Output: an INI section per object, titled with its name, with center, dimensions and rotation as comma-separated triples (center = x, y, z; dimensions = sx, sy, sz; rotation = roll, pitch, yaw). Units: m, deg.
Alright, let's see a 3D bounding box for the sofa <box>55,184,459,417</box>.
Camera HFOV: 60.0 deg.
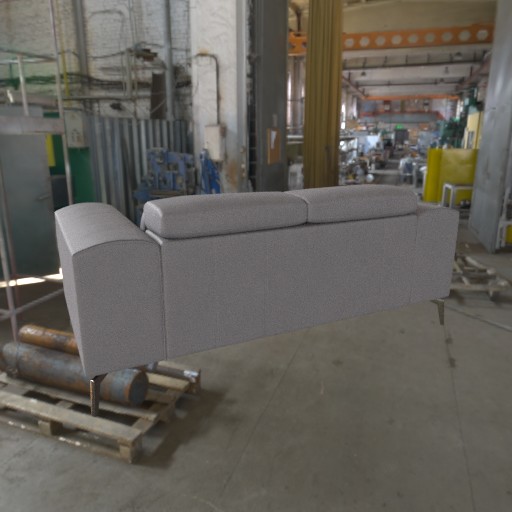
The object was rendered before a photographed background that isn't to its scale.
[sofa]
center = 0.000, 0.000, 2.357
dimensions = 1.895, 0.779, 1.003
rotation = -8, 17, -26
